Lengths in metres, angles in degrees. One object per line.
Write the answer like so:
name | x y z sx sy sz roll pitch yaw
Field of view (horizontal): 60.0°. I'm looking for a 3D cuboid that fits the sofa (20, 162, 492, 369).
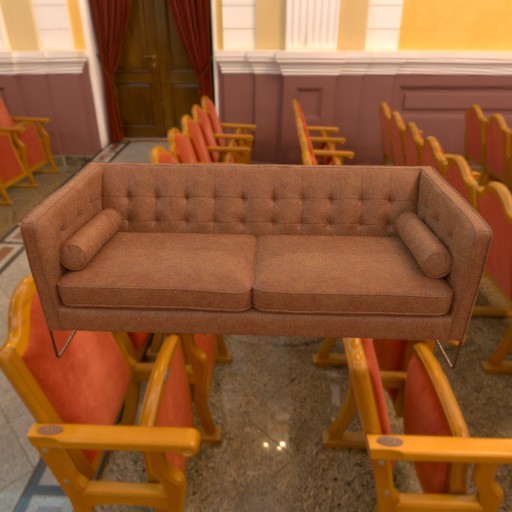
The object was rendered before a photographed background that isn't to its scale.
sofa | 0.000 0.000 2.468 2.079 0.798 0.912 1 28 2
